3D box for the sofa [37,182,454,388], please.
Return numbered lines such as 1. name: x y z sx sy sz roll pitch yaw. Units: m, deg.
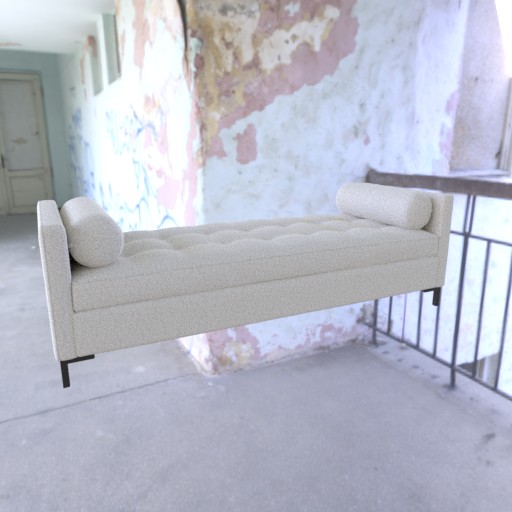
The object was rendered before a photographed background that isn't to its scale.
1. sofa: 0.000 0.000 2.297 1.985 0.641 0.746 -7 17 -25
